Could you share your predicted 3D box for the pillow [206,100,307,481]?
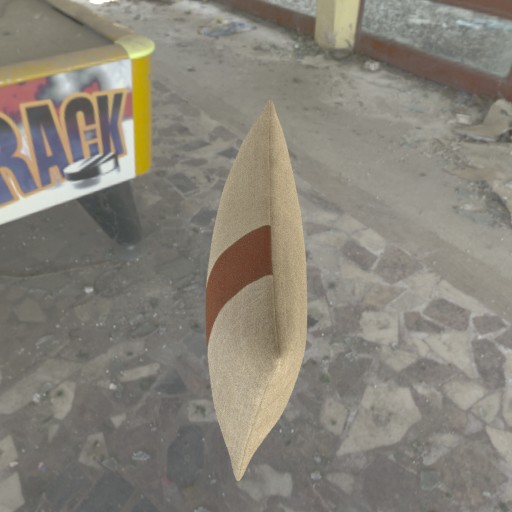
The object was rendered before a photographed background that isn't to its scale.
[{"bbox_3d":[0.000,0.000,0.729,0.155,0.282,0.612,0,41,1],"label":"pillow"}]
